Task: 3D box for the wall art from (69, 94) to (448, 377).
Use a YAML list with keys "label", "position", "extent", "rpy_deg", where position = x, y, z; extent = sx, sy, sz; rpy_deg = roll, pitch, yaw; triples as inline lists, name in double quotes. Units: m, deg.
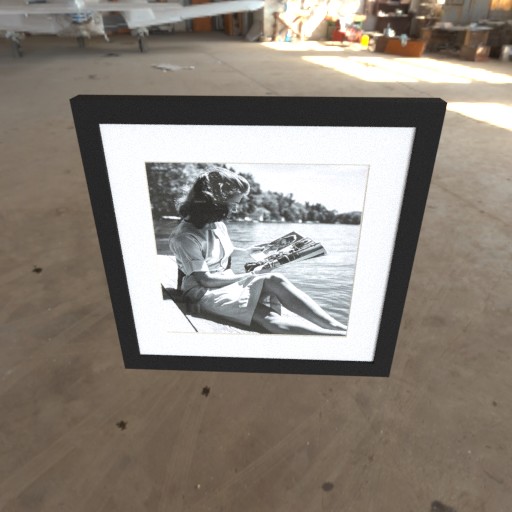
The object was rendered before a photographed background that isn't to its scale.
- label: "wall art"
  position: [0.000, 0.000, 0.671]
  extent: [0.462, 0.458, 0.030]
  rpy_deg: [1, 31, 2]
